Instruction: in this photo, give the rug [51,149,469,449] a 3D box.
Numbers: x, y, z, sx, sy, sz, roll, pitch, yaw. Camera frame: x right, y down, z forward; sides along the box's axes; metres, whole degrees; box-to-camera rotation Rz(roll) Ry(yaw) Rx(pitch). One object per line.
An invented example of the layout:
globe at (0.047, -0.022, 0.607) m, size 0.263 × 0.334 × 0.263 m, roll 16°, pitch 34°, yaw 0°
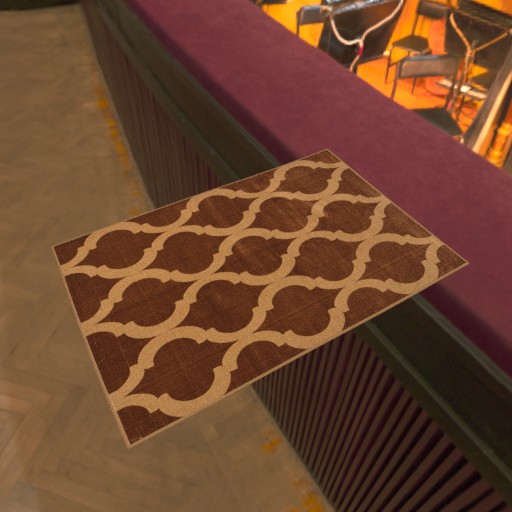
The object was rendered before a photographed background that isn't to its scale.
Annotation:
rug at (0.000, 0.000, 2.888) m, size 2.290 × 0.014 × 1.526 m, roll -23°, pitch 51°, yaw -20°
